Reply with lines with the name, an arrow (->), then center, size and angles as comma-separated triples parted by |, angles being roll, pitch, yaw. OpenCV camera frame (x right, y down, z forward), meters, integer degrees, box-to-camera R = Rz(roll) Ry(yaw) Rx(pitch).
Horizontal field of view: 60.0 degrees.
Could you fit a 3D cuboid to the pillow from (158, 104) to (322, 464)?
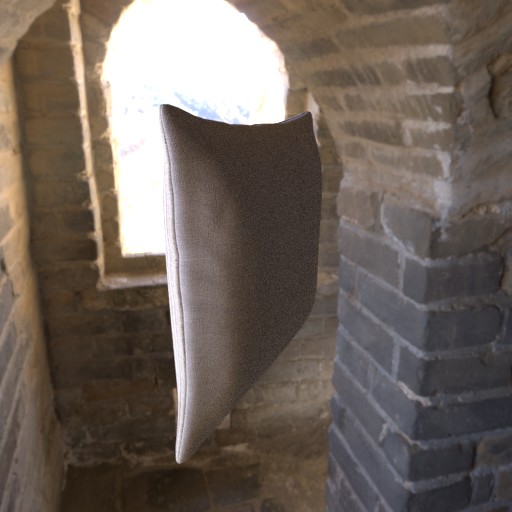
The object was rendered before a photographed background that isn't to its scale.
pillow -> 0.000, 0.000, 0.807 | 0.166, 0.510, 0.523 | 8, 19, 24
